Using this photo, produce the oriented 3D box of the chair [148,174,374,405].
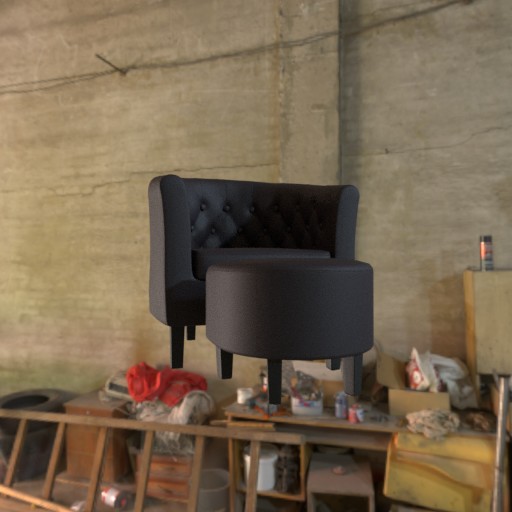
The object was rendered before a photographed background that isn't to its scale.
[{"bbox_3d":[0.000,0.000,1.653,0.763,0.760,1.191,0,-1,-17],"label":"chair"}]
